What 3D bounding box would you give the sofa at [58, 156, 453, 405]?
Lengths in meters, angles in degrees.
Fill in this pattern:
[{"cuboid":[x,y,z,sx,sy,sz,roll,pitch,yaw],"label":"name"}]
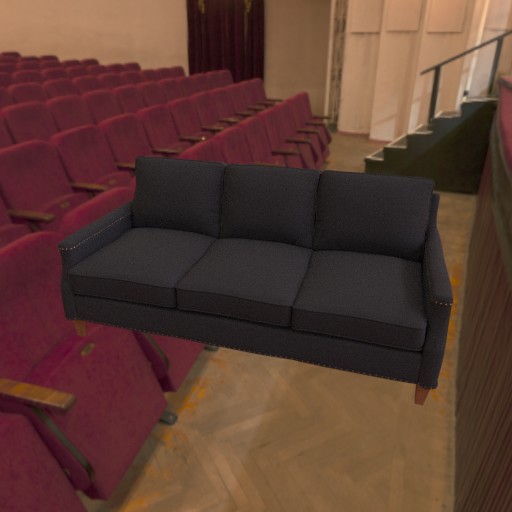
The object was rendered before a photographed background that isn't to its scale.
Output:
[{"cuboid":[0.000,0.000,2.833,2.246,1.003,1.084,8,27,15],"label":"sofa"}]
